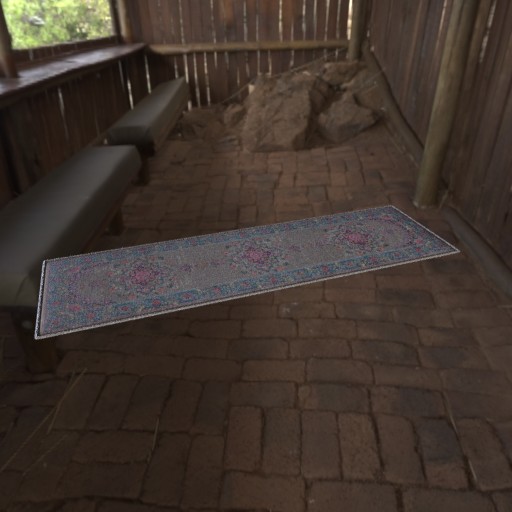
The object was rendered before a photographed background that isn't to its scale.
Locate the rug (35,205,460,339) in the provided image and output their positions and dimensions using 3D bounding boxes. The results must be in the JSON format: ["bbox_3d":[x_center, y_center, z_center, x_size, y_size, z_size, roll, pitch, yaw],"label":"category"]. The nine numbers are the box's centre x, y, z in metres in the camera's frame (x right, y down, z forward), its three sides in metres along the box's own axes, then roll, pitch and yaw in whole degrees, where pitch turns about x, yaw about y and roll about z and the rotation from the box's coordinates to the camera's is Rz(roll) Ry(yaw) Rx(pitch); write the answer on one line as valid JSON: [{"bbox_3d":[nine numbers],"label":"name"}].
[{"bbox_3d":[0.000,0.000,2.024,1.827,0.012,0.553,-10,32,-17],"label":"rug"}]
